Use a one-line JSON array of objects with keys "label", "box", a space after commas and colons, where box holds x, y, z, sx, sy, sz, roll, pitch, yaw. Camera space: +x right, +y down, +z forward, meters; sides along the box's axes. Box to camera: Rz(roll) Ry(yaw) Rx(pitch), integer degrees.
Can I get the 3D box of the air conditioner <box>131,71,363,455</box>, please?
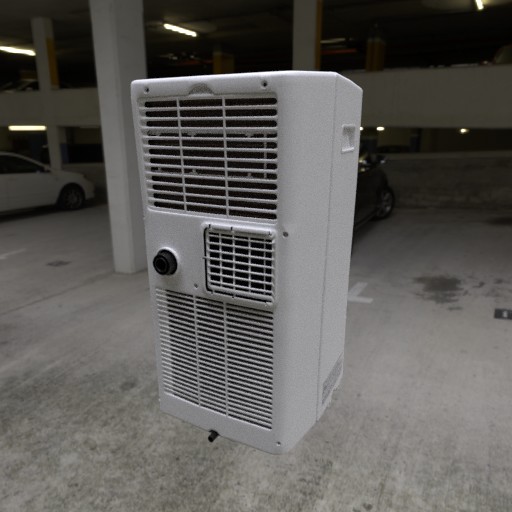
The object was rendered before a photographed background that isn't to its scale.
[{"label": "air conditioner", "box": [0.000, 0.000, 0.814, 0.304, 0.606, 0.349, 9, 19, 27]}]
